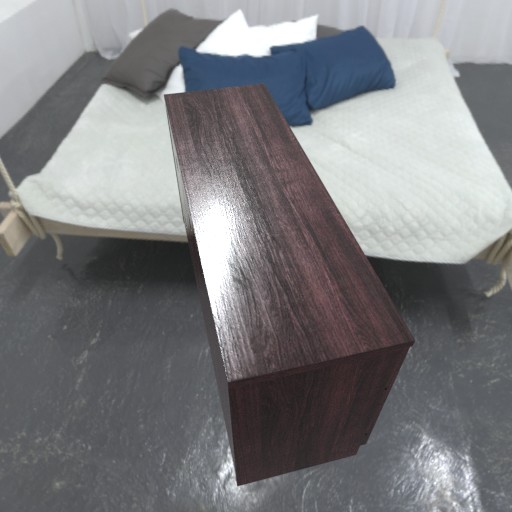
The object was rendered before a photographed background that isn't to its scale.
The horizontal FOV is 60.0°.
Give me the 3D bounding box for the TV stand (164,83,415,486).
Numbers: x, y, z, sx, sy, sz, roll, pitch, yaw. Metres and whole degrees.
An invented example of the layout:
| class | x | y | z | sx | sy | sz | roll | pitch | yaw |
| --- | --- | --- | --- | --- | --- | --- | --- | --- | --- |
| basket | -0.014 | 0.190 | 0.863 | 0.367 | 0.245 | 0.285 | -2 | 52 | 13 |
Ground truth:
| class | x | y | z | sx | sy | sz | roll | pitch | yaw |
| --- | --- | --- | --- | --- | --- | --- | --- | --- | --- |
| TV stand | 0.000 | 0.000 | 1.480 | 0.404 | 0.614 | 1.192 | -10 | 47 | -10 |
